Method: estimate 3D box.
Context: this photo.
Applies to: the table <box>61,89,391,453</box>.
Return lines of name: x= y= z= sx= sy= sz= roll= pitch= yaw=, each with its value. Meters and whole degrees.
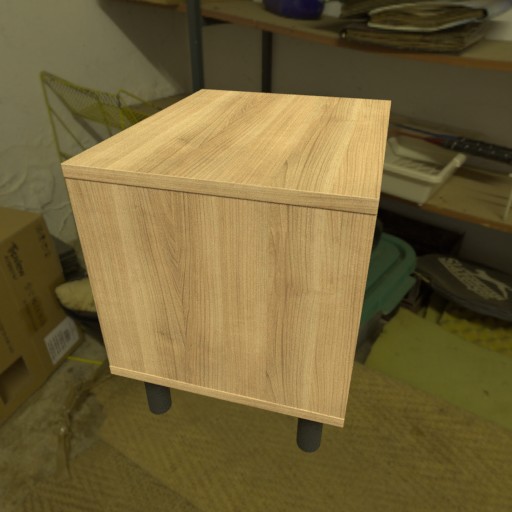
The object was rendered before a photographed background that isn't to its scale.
table: x=0.000 y=0.000 z=0.783 sx=0.380 sy=0.460 sz=0.445 roll=9 pitch=33 yaw=14
